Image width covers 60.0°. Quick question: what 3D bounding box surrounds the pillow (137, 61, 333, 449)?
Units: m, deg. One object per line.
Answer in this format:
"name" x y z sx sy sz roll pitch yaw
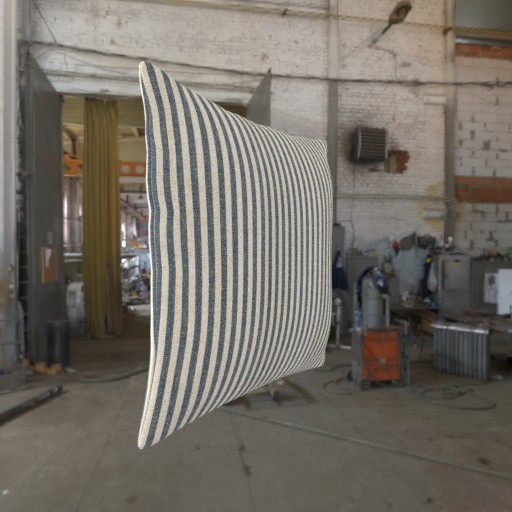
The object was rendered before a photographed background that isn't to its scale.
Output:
"pillow" 0.000 0.000 0.790 0.166 0.510 0.523 0 1 36
